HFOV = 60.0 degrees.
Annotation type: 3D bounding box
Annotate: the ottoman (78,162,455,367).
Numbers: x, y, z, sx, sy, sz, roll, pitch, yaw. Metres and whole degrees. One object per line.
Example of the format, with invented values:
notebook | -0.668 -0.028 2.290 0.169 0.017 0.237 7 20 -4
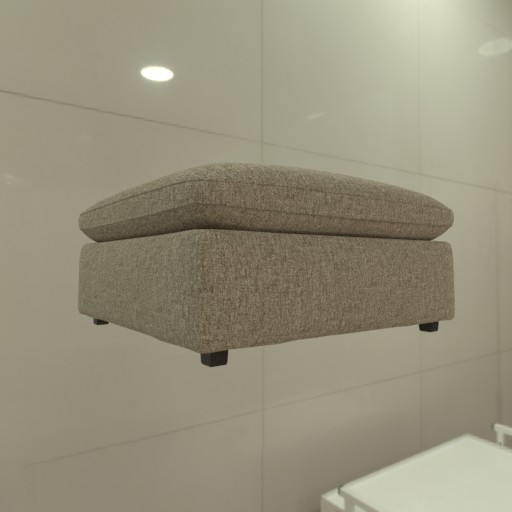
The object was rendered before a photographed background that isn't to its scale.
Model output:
ottoman | 0.000 0.000 1.632 1.039 0.526 1.035 1 -1 -36
